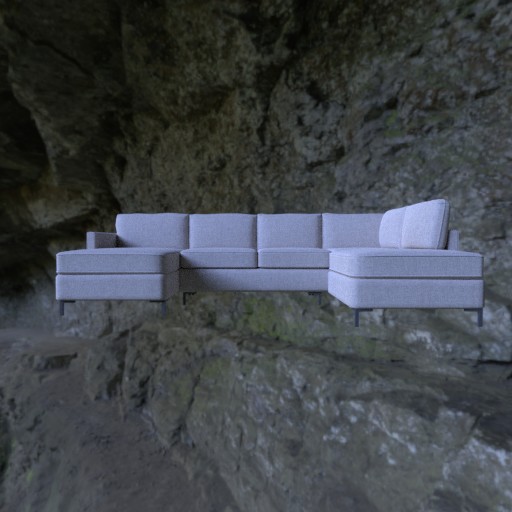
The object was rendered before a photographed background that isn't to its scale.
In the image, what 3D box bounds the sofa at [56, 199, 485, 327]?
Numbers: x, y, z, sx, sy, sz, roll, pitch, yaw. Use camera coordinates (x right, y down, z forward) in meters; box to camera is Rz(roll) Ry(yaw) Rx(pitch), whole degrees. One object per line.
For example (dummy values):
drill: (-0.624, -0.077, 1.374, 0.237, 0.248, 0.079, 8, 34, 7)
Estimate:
sofa: (0.000, 0.000, 4.280, 3.423, 0.996, 2.021, 0, 2, 0)
